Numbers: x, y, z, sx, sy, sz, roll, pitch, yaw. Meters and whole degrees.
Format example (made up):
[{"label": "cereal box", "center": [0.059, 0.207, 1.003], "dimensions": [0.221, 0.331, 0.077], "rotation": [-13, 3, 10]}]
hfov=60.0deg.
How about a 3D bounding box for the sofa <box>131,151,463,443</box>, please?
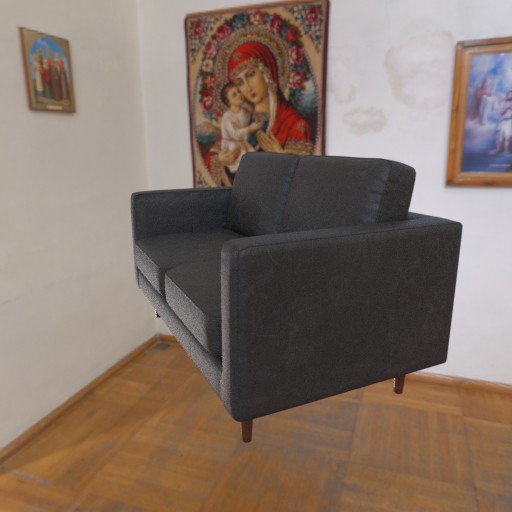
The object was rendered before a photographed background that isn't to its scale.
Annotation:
[{"label": "sofa", "center": [0.000, 0.000, 2.000], "dimensions": [0.879, 0.899, 1.430], "rotation": [-7, 16, -25]}]
